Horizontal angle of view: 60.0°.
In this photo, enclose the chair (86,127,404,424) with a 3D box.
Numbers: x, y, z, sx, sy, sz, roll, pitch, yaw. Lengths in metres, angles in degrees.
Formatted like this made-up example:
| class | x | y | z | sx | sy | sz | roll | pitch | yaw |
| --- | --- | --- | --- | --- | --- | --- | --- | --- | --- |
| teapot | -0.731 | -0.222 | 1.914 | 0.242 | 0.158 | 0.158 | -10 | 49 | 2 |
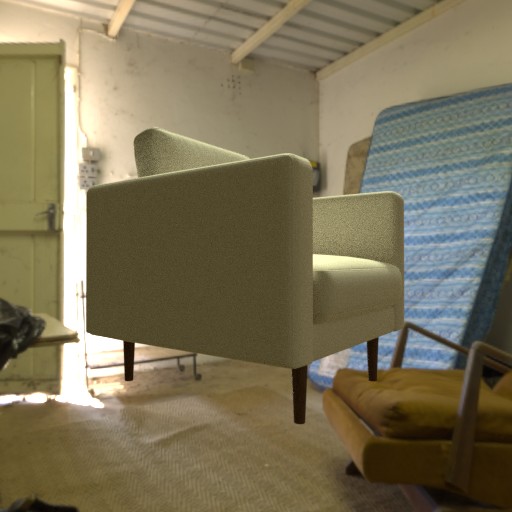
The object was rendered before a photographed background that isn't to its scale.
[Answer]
| class | x | y | z | sx | sy | sz | roll | pitch | yaw |
| --- | --- | --- | --- | --- | --- | --- | --- | --- | --- |
| chair | 0.000 | 0.000 | 1.595 | 0.879 | 0.899 | 0.831 | -1 | -1 | 36 |
